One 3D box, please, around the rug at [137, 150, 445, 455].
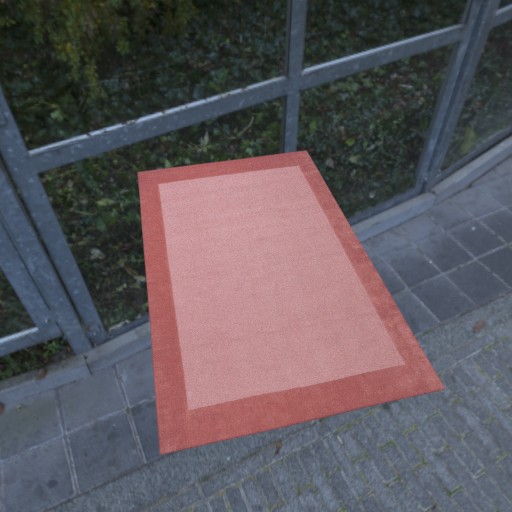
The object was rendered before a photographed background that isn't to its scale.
[{"bbox_3d":[0.000,0.000,3.099,1.524,0.014,2.438,-9,46,-9],"label":"rug"}]
